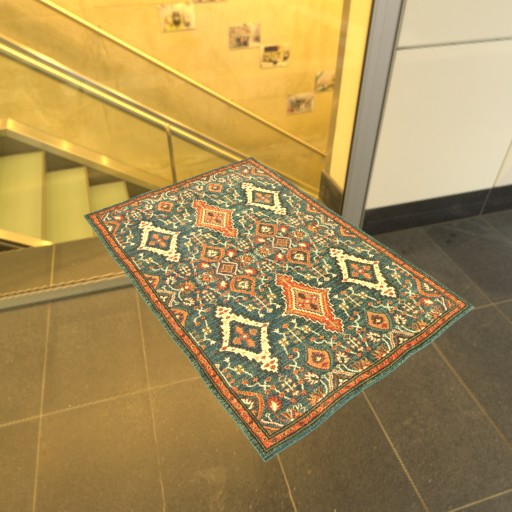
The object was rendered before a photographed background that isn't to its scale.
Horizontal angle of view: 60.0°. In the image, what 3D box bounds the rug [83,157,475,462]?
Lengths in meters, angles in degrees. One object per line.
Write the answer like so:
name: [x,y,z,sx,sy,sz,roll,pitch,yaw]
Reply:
rug: [0.000,0.000,3.069,1.622,0.009,2.373,-25,47,-26]
